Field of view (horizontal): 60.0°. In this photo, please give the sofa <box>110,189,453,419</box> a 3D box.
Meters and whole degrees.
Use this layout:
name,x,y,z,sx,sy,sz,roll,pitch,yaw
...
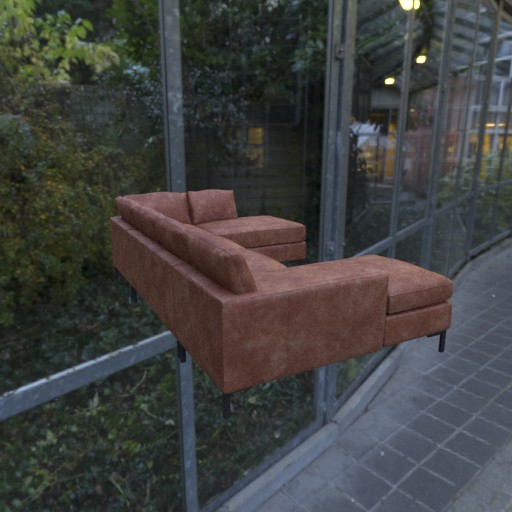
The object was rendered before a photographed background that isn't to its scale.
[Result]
name,x,y,z,sx,sy,sz,roll,pitch,yaw
sofa,0.000,0.000,3.855,1.939,0.900,2.956,-7,16,-27
